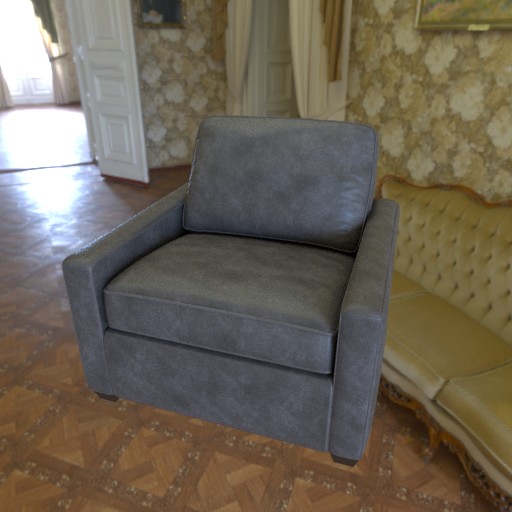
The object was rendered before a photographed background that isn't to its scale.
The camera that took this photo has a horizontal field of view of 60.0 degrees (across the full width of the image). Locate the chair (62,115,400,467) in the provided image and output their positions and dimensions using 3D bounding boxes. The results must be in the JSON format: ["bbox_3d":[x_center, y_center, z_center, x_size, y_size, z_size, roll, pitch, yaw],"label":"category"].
[{"bbox_3d":[0.000,0.000,1.681,1.006,0.916,0.939,8,27,16],"label":"chair"}]
